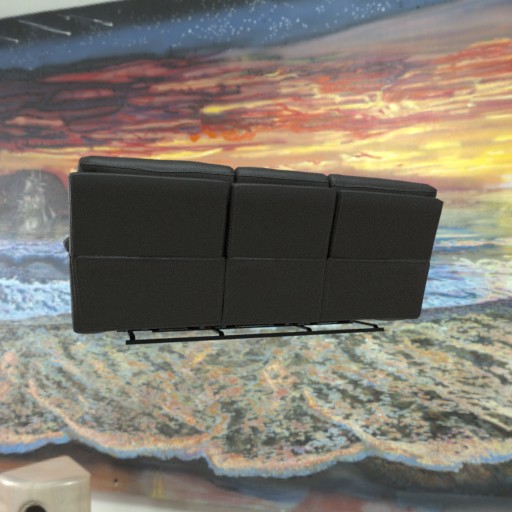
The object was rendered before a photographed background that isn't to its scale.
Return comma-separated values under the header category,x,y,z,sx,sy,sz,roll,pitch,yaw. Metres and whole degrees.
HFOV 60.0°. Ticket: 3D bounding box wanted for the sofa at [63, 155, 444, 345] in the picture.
category,x,y,z,sx,sy,sz,roll,pitch,yaw
sofa,0.000,0.000,3.284,2.627,1.134,1.104,1,-2,-19
